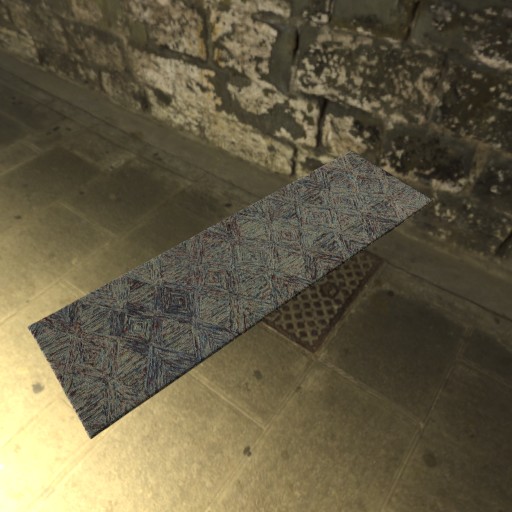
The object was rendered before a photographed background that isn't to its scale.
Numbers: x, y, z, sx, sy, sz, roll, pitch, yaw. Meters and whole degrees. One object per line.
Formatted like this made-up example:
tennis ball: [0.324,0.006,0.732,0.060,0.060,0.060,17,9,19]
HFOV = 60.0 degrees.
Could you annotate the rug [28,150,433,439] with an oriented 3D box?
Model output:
rug: [0.000,0.000,2.443,2.292,0.015,0.688,-31,55,-25]
